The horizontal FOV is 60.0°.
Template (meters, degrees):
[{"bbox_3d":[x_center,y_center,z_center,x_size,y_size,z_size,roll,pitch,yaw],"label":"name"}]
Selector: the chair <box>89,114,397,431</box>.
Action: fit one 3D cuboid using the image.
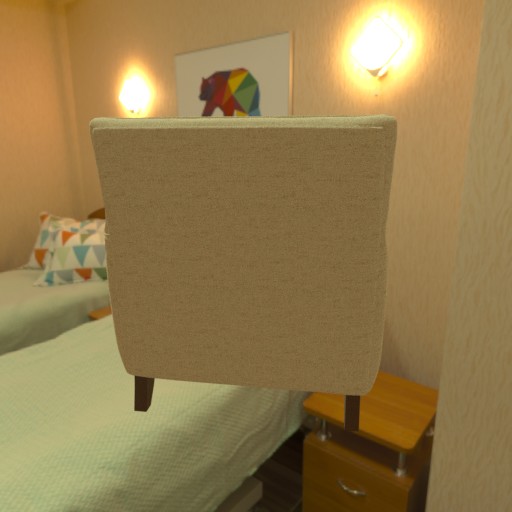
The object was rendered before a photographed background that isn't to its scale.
[{"bbox_3d":[0.000,0.000,1.625,0.870,0.943,0.823,2,15,8],"label":"chair"}]
